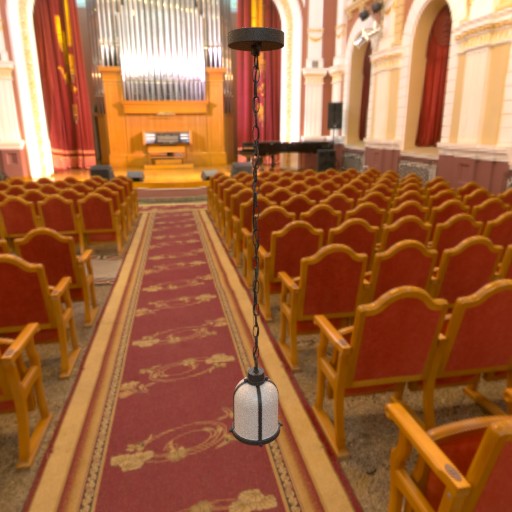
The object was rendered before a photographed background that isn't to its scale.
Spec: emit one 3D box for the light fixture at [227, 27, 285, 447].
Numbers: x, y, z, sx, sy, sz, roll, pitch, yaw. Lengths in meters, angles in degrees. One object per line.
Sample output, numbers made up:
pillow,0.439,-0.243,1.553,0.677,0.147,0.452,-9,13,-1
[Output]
light fixture,0.000,0.000,1.292,0.178,1.181,0.178,-3,16,-10
